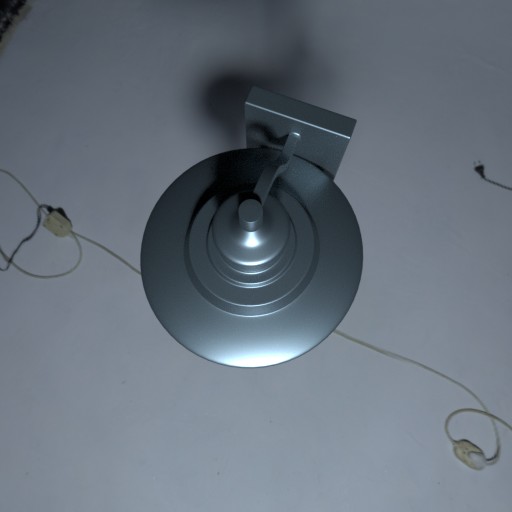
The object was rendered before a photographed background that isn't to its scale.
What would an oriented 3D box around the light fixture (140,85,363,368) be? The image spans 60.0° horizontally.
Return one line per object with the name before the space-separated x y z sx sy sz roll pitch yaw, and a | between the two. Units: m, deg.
light fixture | 0.000 0.000 0.504 0.222 0.345 0.252 21 76 5
